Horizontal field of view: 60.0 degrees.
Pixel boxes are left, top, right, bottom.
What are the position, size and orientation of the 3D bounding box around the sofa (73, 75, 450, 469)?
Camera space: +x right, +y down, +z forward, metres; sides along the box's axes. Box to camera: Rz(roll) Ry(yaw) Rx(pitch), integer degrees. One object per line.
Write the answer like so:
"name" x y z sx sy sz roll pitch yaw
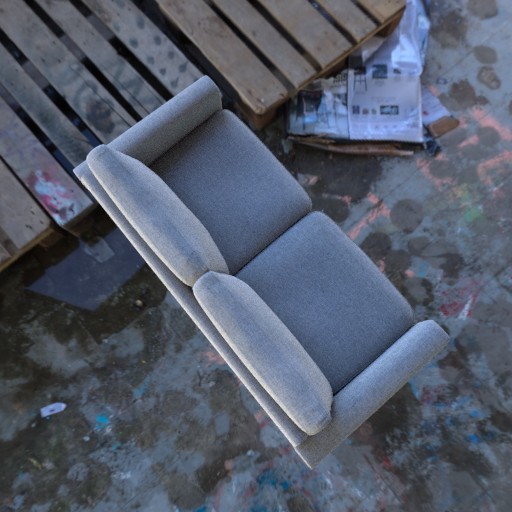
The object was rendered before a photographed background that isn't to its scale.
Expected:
"sofa" 0.000 0.000 2.460 0.969 0.892 1.978 -39 79 -9
